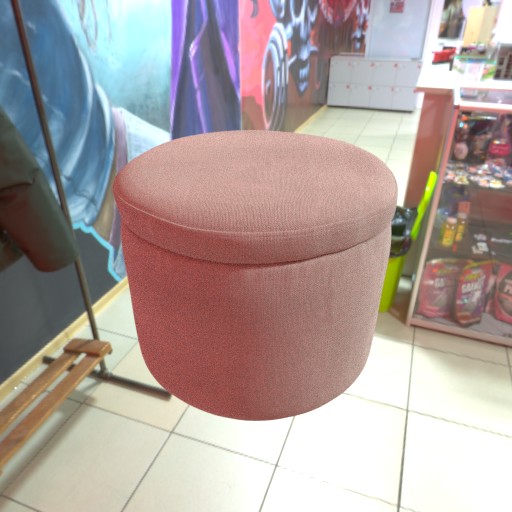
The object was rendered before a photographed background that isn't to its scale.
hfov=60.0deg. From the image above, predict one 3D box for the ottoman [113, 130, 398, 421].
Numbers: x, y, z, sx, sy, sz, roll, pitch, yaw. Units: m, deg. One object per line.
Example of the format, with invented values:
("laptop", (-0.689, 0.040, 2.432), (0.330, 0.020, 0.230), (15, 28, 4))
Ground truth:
("ottoman", (0.000, 0.000, 0.875), (0.497, 0.409, 0.497), (0, 30, 0))
